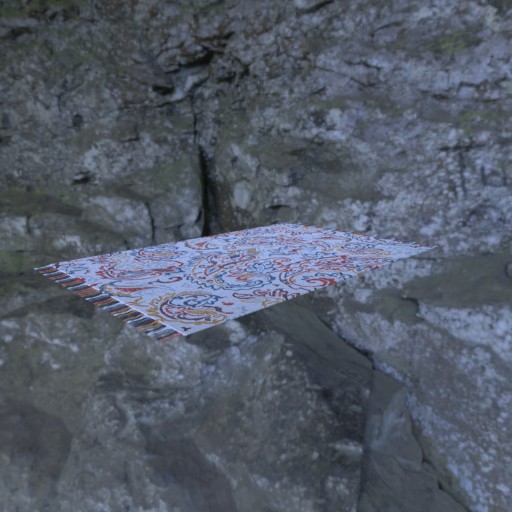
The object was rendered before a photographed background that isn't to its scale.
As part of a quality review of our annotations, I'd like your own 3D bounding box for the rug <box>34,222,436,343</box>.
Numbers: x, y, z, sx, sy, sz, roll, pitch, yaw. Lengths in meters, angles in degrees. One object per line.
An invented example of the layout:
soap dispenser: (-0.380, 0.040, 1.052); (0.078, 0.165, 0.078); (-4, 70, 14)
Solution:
rug: (0.000, 0.000, 2.503); (1.997, 0.010, 1.218); (-13, 19, -42)
